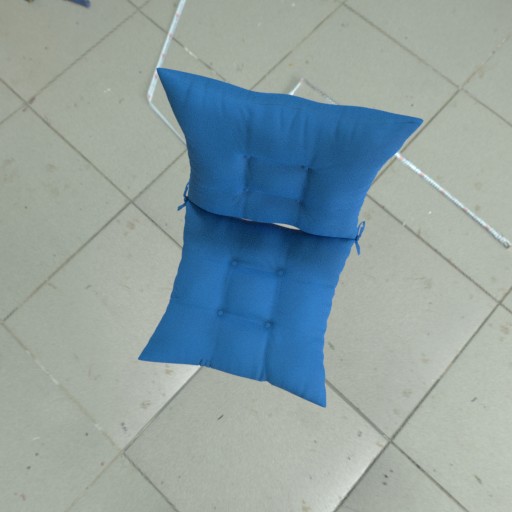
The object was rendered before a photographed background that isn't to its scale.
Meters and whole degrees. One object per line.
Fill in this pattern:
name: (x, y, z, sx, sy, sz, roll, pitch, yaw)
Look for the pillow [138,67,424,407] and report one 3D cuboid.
pillow: (0.000, 0.000, 1.008, 0.541, 0.536, 0.585, 13, 75, 3)
